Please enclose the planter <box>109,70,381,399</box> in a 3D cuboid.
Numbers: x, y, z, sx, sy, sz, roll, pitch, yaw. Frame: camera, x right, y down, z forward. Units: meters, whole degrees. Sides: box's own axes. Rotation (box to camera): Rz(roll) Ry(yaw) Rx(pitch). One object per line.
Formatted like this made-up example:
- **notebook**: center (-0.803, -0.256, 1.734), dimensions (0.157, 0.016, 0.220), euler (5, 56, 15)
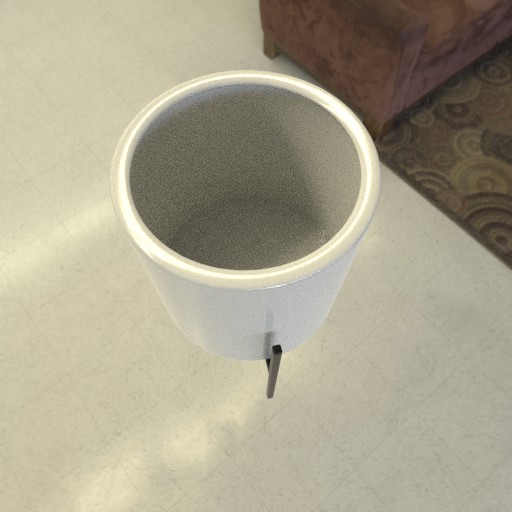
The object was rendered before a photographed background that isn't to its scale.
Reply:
- **planter**: center (0.000, 0.000, 0.517), dimensions (0.239, 0.356, 0.239), euler (-34, 68, -16)
